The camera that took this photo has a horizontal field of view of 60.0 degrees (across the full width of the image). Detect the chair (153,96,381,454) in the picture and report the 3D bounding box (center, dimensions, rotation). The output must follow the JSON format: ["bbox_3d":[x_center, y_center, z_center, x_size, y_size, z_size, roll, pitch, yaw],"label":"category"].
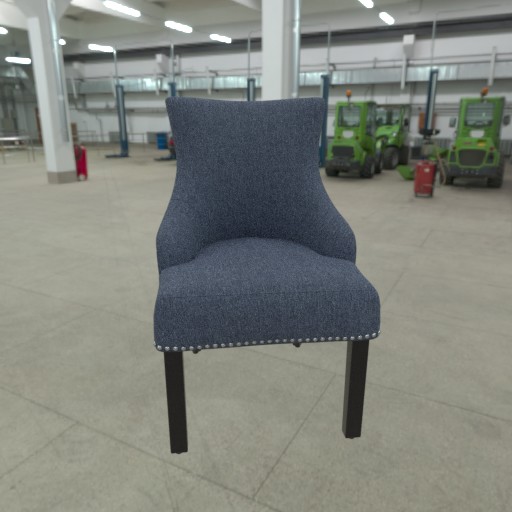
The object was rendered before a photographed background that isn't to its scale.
[{"bbox_3d":[0.000,0.000,1.310,0.566,0.909,0.629,-2,17,-7],"label":"chair"}]
